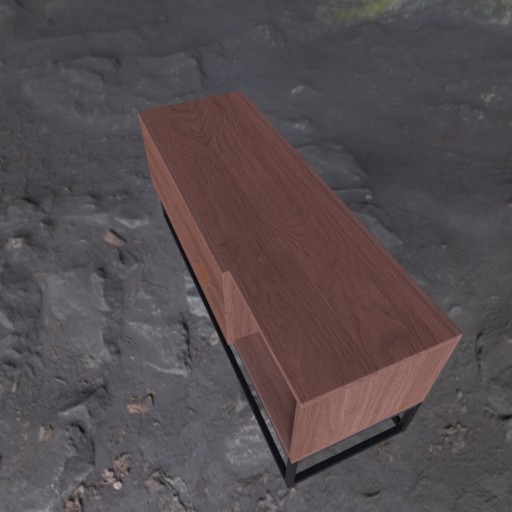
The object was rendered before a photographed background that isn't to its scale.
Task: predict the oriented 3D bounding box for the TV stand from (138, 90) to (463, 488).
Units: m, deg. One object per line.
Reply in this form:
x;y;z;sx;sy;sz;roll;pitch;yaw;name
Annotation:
0.000;0.000;1.426;0.415;0.500;1.200;-18;49;-16;TV stand
